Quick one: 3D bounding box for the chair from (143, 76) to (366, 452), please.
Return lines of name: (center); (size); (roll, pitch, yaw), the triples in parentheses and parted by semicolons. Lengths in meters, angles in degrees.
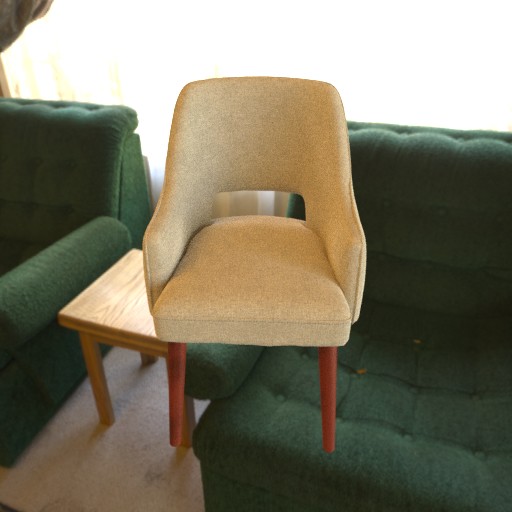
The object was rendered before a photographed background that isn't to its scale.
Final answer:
chair: (0.000, 0.000, 1.230); (0.548, 0.849, 0.605); (1, 31, 2)
